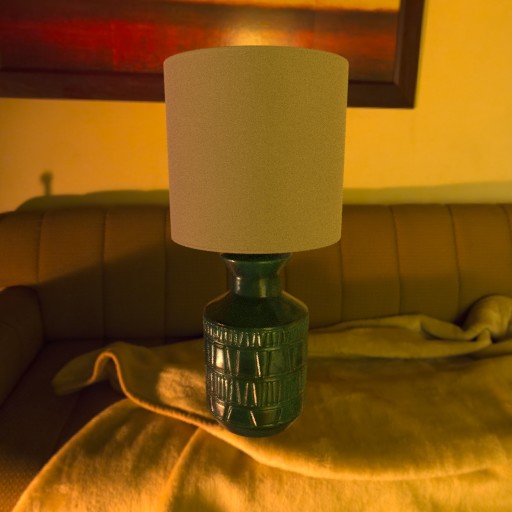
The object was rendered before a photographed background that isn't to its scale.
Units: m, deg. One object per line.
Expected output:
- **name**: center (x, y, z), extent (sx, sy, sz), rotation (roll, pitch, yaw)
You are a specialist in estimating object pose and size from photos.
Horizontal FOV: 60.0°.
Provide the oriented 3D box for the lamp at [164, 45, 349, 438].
- **lamp**: center (0.000, 0.000, 0.569), extent (0.211, 0.455, 0.211), rotation (-7, 15, -27)
